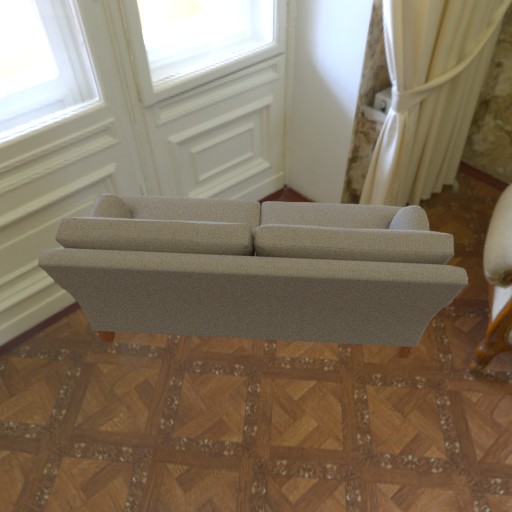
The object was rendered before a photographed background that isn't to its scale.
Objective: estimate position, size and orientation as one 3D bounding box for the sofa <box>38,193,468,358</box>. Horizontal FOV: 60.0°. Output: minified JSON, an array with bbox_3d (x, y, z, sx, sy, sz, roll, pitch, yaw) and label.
[{"bbox_3d":[0.000,0.000,2.821,2.160,1.054,1.087,2,47,2],"label":"sofa"}]
